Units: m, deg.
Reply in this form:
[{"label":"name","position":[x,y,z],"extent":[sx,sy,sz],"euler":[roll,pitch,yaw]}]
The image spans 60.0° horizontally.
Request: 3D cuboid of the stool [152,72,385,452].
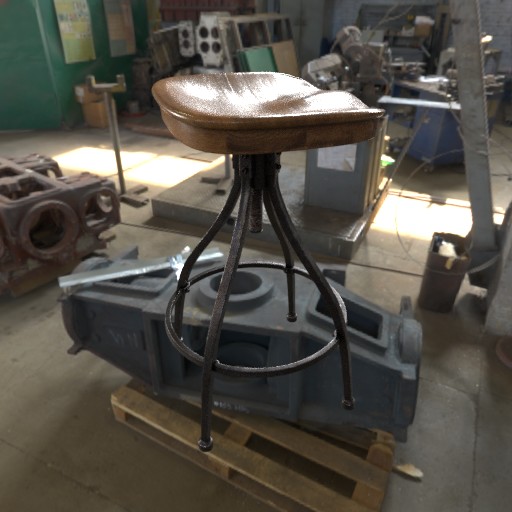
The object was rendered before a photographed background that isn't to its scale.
[{"label":"stool","position":[0.000,0.000,0.970],"extent":[0.424,0.694,0.432],"euler":[-10,32,-16]}]
